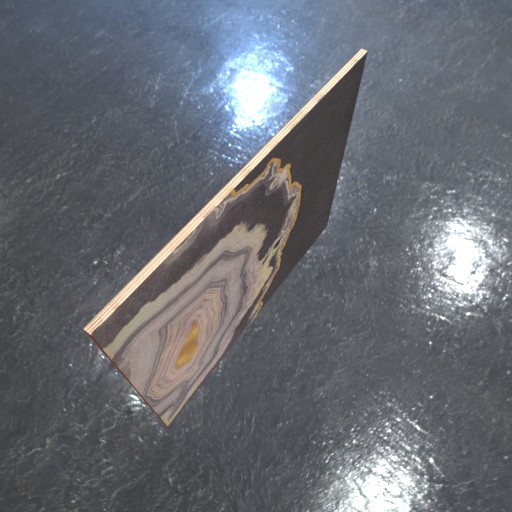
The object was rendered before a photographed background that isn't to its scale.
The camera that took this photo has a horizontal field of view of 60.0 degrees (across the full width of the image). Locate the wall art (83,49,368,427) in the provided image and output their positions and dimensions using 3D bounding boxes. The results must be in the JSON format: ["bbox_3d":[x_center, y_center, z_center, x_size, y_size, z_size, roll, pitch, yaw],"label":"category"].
[{"bbox_3d":[0.000,0.000,0.672,0.010,0.408,0.508,32,63,18],"label":"wall art"}]
